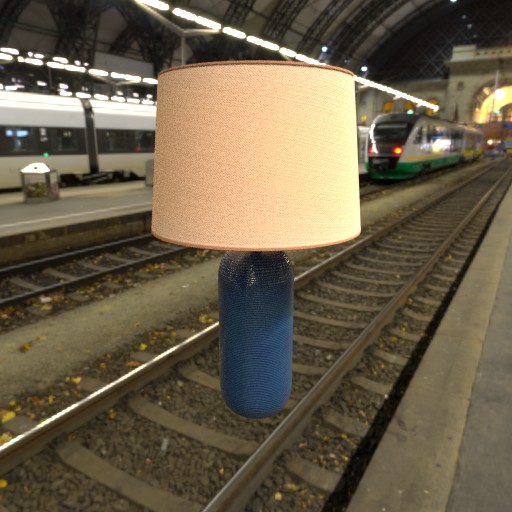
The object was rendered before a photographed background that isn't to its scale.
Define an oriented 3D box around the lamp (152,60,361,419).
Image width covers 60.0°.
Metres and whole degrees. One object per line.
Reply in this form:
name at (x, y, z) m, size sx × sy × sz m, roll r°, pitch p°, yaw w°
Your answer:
lamp at (0.000, 0.000, 0.811) m, size 0.367 × 0.609 × 0.367 m, roll 0°, pitch 14°, yaw 0°
